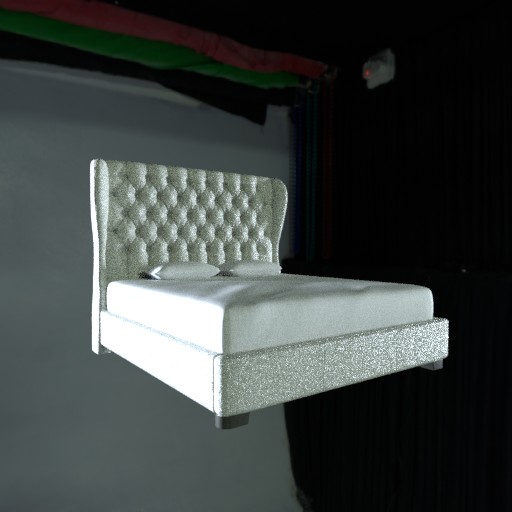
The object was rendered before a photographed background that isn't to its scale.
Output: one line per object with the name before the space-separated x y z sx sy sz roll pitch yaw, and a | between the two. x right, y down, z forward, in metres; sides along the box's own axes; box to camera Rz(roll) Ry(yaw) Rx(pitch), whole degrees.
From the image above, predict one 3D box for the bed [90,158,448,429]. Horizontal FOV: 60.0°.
bed | 0.000 0.000 3.835 2.219 1.771 2.347 -1 2 -36
